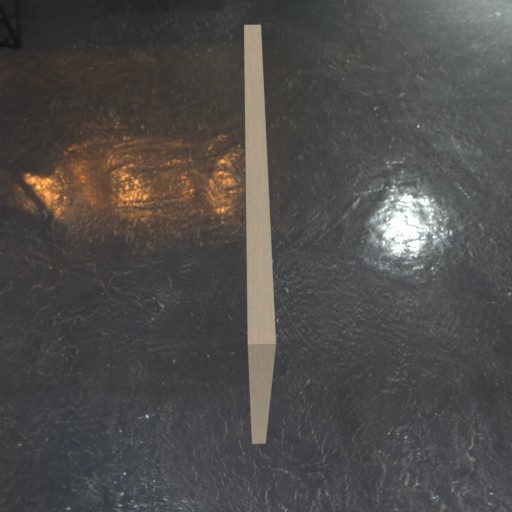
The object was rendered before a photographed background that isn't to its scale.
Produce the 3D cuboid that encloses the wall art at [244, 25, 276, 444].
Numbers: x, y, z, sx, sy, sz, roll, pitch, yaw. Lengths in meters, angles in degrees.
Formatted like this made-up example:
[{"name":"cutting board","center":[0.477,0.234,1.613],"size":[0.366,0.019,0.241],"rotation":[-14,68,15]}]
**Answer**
[{"name":"wall art","center":[0.000,0.000,1.123],"size":[0.038,0.758,0.761],"rotation":[-1,58,-1]}]
